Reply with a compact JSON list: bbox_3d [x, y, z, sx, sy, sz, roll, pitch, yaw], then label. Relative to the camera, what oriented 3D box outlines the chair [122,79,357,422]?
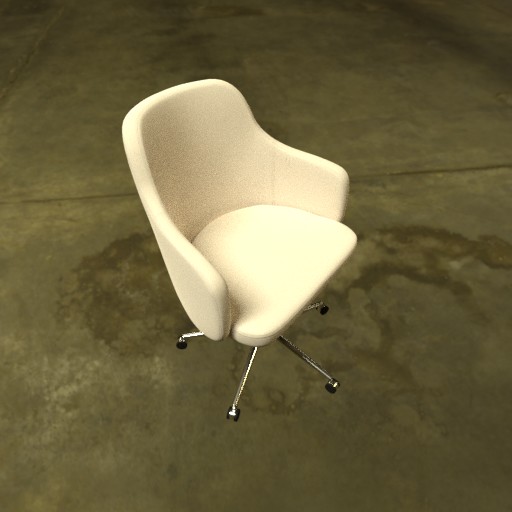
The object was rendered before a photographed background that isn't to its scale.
[{"bbox_3d":[0.000,0.000,1.289,0.647,0.819,0.602,27,48,27],"label":"chair"}]
